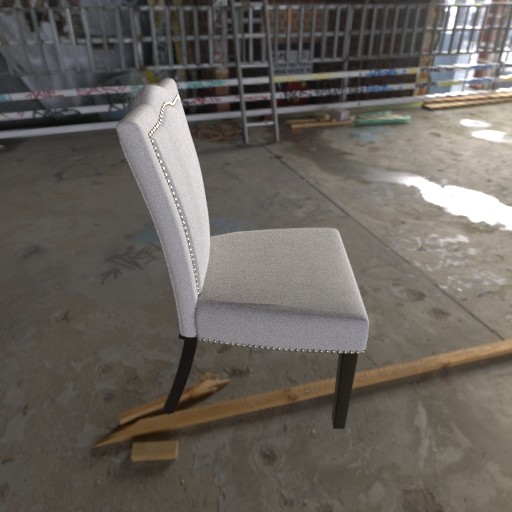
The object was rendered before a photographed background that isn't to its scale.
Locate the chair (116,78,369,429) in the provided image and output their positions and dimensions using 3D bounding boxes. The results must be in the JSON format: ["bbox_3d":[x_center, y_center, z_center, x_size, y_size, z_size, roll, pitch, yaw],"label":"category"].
[{"bbox_3d":[0.000,0.000,1.304,0.589,0.946,0.518,0,31,0],"label":"chair"}]
